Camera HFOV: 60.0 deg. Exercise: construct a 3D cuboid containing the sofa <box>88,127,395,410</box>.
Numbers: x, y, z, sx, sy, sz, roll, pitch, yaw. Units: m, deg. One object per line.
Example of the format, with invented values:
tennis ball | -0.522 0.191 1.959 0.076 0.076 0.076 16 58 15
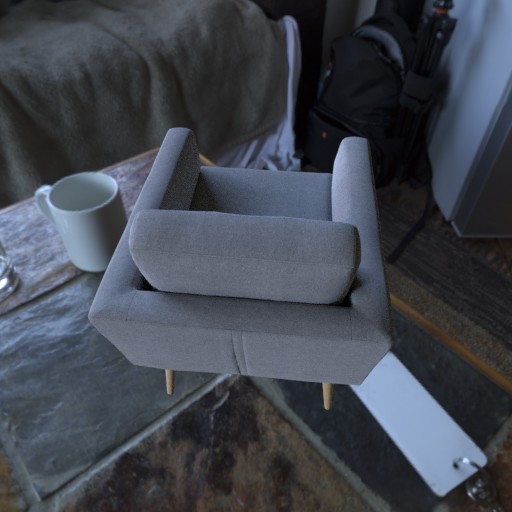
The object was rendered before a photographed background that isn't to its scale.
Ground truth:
sofa | 0.000 0.000 1.518 0.770 0.860 0.920 4 47 4
